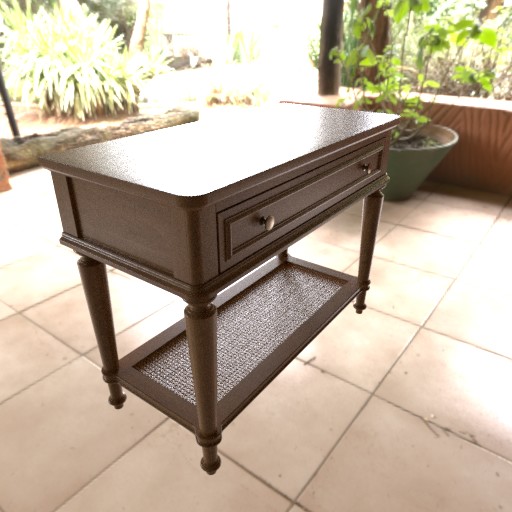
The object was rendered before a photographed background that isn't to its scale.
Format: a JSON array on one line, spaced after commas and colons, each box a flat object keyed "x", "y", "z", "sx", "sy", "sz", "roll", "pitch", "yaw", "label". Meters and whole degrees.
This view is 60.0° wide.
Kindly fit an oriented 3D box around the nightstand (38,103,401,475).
[{"x": 0.000, "y": 0.000, "z": 1.275, "sx": 0.432, "sy": 0.700, "sz": 0.914, "roll": 19, "pitch": 32, "yaw": 32, "label": "nightstand"}]
